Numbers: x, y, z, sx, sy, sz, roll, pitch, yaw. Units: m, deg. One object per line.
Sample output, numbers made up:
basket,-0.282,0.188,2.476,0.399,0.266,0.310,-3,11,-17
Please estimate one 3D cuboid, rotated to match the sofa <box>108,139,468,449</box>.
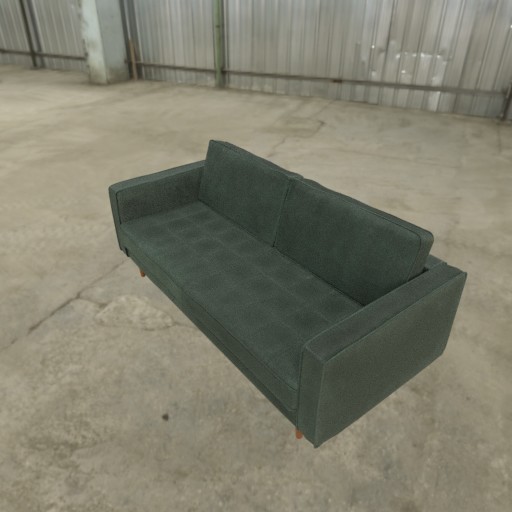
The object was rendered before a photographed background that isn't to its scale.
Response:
sofa,0.000,0.000,2.317,0.886,0.781,1.816,-22,38,-31
